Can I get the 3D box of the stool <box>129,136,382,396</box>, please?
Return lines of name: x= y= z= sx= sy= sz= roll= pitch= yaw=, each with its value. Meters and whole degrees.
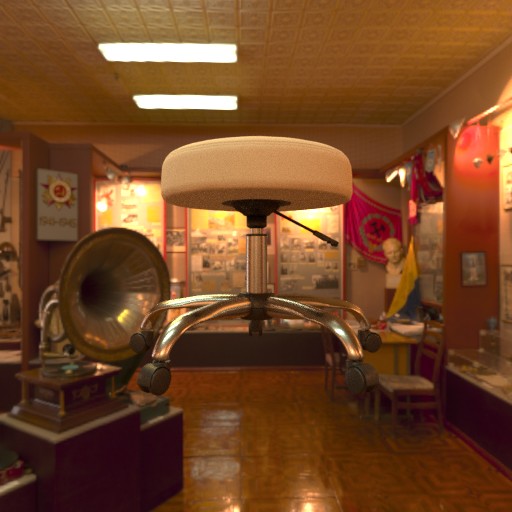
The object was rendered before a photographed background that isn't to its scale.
stool: x=0.000 y=0.000 z=1.052 sx=0.634 sy=0.482 sz=0.614 roll=0 pitch=0 yaw=0
